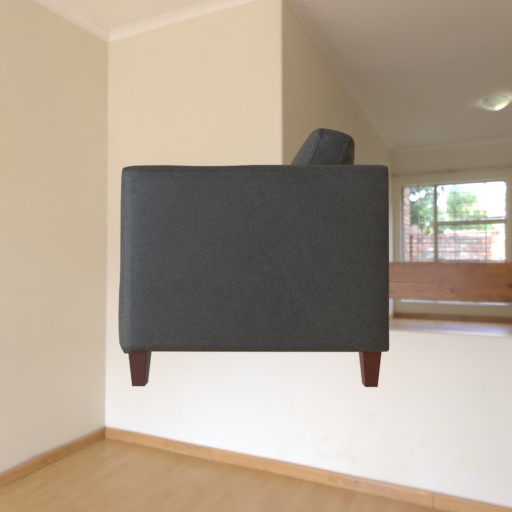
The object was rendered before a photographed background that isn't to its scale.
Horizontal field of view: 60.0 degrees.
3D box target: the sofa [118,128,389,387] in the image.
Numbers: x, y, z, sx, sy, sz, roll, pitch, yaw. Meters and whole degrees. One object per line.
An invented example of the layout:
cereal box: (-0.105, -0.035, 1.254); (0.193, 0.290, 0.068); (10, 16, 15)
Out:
sofa: (0.000, 0.000, 2.418); (0.951, 0.933, 1.883); (0, -1, 1)
